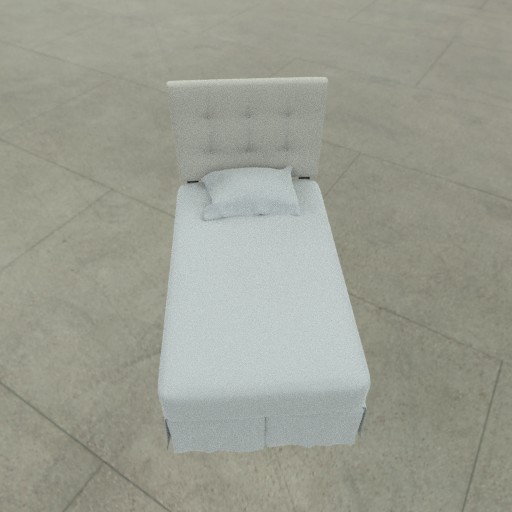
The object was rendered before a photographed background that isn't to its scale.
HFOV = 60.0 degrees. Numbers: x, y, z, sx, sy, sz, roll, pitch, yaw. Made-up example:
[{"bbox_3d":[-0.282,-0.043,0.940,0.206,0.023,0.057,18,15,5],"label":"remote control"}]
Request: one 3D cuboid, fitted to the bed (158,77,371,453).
[{"bbox_3d":[0.000,0.000,2.982,1.261,1.571,1.997,-2,46,-2],"label":"bed"}]
